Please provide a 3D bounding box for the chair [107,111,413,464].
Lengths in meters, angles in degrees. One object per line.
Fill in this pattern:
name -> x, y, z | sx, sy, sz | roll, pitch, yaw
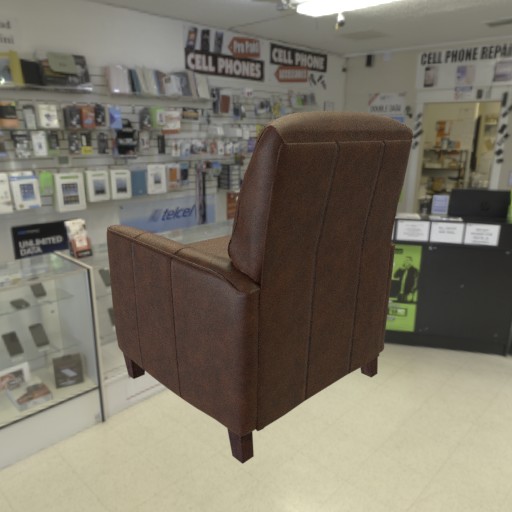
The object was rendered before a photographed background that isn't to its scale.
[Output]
chair -> 0.000, 0.000, 1.660 | 0.839, 1.010, 0.850 | -14, 21, -42
